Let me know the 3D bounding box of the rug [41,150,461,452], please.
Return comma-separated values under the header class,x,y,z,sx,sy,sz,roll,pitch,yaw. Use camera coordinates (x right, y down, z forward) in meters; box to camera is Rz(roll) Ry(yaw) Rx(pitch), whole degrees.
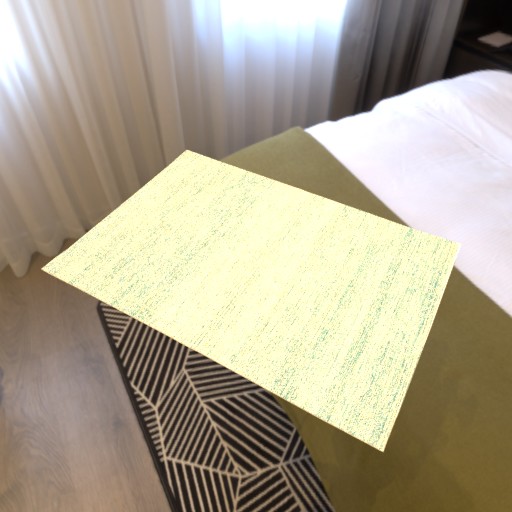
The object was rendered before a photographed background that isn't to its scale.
class,x,y,z,sx,sy,sz,roll,pitch,yaw
rug,0.000,0.000,2.932,2.305,0.029,1.593,23,50,20
